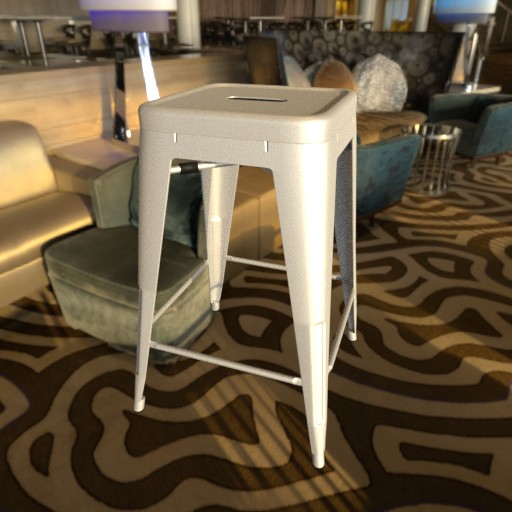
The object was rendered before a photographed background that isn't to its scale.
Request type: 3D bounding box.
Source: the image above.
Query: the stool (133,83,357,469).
[{"bbox_3d":[0.000,0.000,0.889,0.406,0.610,0.406,10,30,18],"label":"stool"}]
